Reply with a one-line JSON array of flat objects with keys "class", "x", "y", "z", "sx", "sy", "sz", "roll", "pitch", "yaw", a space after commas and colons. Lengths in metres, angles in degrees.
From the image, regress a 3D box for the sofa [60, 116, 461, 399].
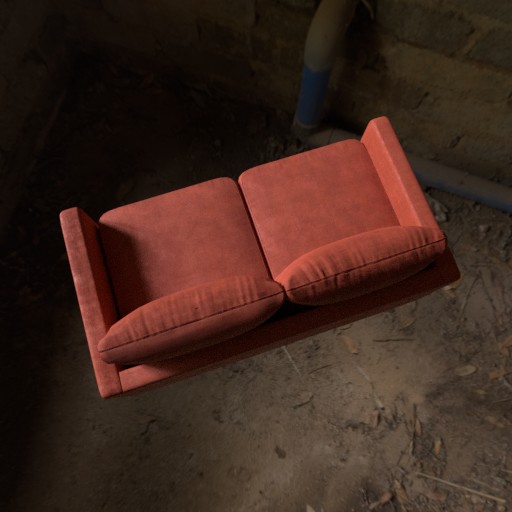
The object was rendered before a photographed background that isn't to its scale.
[{"class": "sofa", "x": 0.000, "y": 0.000, "z": 2.120, "sx": 1.574, "sy": 0.896, "sz": 0.864, "roll": -18, "pitch": 76, "yaw": -5}]
